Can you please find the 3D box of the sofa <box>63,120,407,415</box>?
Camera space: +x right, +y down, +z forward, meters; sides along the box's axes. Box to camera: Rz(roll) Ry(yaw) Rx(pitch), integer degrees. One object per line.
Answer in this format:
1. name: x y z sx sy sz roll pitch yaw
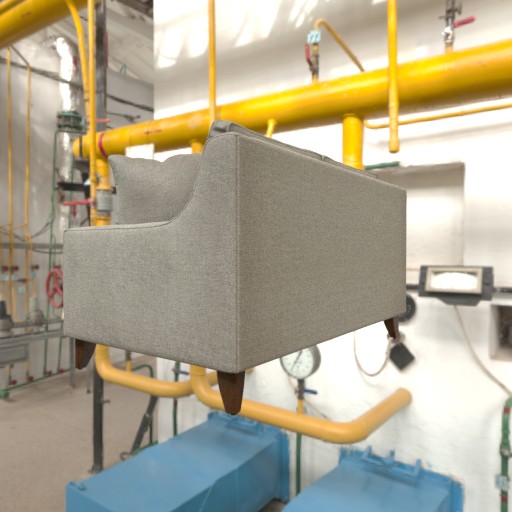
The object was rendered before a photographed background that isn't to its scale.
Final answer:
1. sofa: 0.000 0.000 2.006 0.915 0.863 1.422 1 1 37
